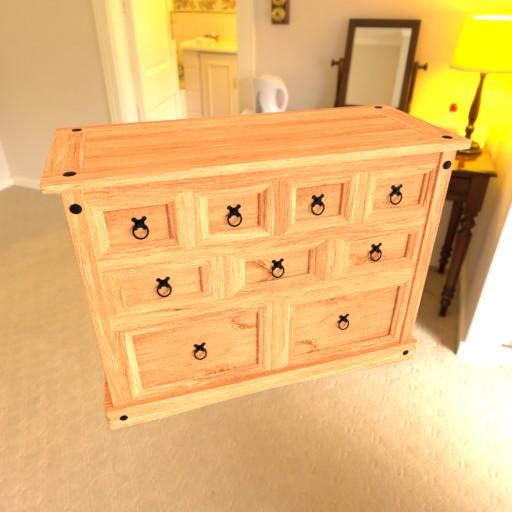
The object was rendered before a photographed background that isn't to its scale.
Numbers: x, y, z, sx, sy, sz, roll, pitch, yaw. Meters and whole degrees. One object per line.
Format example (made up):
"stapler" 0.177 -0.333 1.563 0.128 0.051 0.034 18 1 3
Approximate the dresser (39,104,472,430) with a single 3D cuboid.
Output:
"dresser" 0.000 0.000 1.328 0.990 0.740 0.410 -9 32 -14
